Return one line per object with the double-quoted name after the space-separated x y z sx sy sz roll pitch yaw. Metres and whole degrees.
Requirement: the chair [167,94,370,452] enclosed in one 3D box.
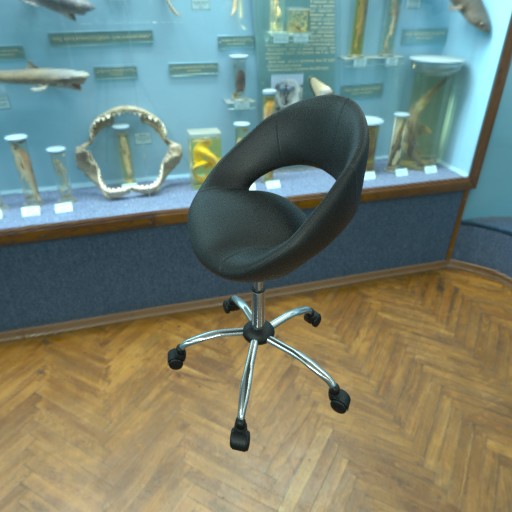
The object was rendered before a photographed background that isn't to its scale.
0.000 0.000 1.186 0.538 0.791 0.612 -8 32 -12 "chair"
